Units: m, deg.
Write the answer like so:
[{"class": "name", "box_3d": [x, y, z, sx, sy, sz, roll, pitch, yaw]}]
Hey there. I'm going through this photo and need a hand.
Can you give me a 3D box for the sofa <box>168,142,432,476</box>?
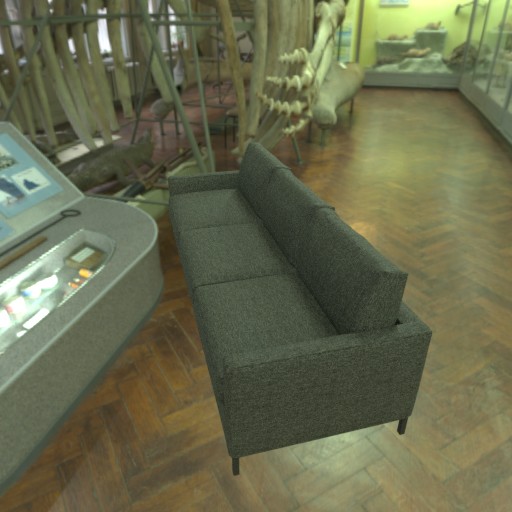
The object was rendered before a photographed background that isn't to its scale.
[{"class": "sofa", "box_3d": [0.000, 0.000, 2.694, 0.876, 0.879, 2.253, -7, 30, -13]}]
